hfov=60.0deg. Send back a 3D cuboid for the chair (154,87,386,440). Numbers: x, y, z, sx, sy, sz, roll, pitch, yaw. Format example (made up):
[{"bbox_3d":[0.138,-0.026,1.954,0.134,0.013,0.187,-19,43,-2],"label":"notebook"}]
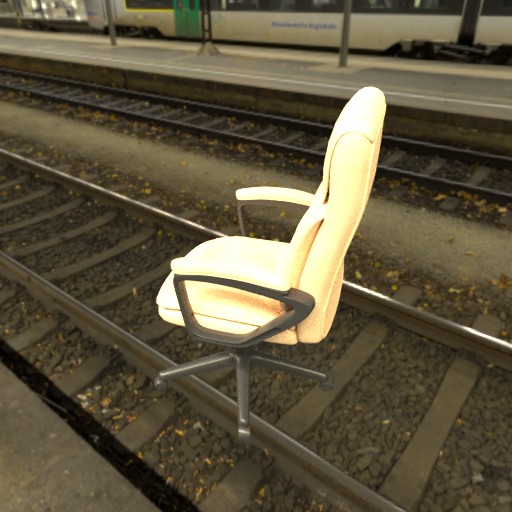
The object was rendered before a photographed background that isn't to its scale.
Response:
[{"bbox_3d":[0.000,0.000,1.536,0.724,1.105,0.667,9,31,15],"label":"chair"}]
